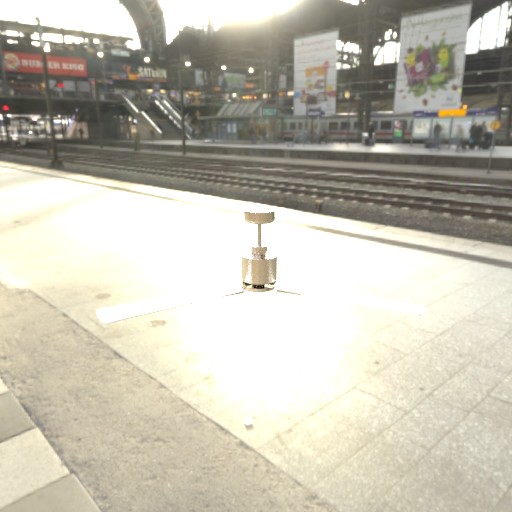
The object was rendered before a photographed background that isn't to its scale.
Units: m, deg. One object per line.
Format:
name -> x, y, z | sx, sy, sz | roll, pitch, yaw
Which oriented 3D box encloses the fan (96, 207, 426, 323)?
fan -> 0.000, 0.000, 2.339 | 1.561, 0.446, 1.531 | 15, 22, 43
